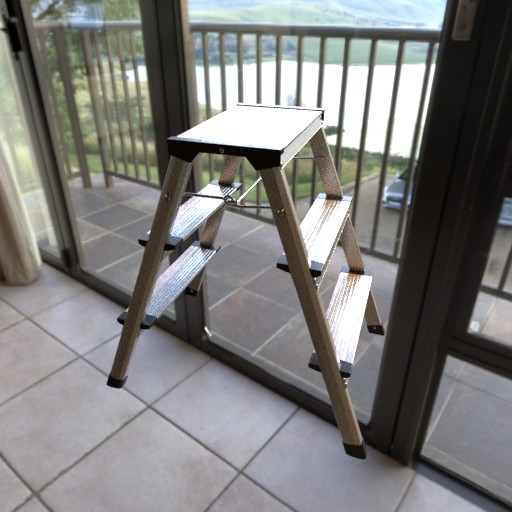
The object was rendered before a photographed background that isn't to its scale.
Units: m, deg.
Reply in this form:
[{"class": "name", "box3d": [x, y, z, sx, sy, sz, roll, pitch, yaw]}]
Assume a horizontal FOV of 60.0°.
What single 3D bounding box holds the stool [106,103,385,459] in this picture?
[{"class": "stool", "box3d": [0.000, 0.000, 1.017, 0.622, 0.605, 0.437, 10, 31, 17]}]
